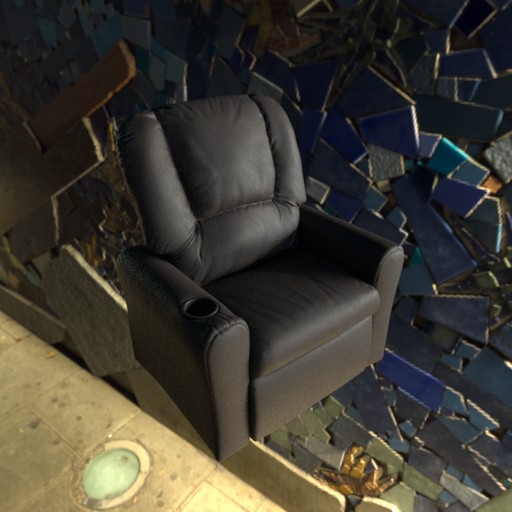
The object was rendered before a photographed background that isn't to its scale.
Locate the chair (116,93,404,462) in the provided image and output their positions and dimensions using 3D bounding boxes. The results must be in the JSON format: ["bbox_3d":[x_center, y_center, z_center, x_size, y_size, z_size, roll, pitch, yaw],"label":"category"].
[{"bbox_3d":[0.000,0.000,1.124,0.610,0.709,0.521,-21,35,-32],"label":"chair"}]
